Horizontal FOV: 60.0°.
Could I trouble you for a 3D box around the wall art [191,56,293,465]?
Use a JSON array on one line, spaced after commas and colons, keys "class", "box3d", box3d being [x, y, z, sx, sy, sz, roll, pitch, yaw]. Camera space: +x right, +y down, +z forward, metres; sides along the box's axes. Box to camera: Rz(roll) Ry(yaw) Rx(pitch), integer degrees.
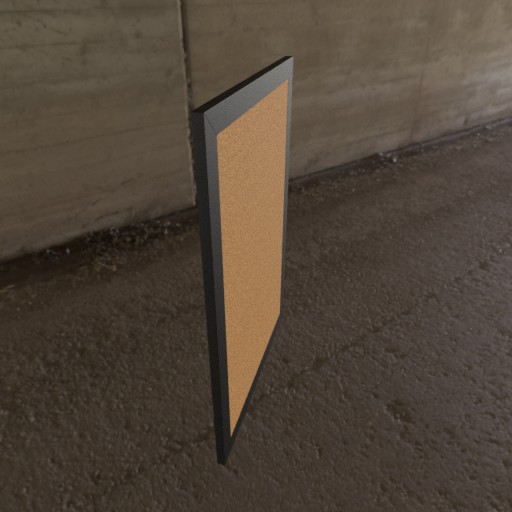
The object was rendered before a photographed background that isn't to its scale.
[{"class": "wall art", "box3d": [0.000, 0.000, 0.602, 0.011, 0.459, 0.326, 9, 33, 14]}]
